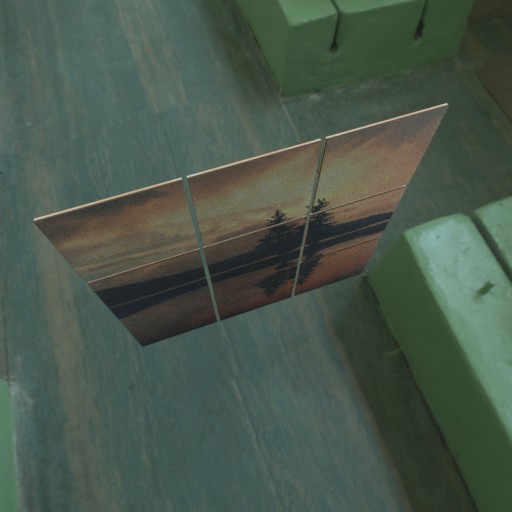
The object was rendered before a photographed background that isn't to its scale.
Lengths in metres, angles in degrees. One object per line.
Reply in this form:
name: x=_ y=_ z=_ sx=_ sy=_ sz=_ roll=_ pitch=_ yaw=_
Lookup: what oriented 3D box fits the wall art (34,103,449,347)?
wall art: x=0.000 y=0.000 z=1.778 sx=1.216 sy=1.218 sz=0.013 roll=-18 pitch=65 yaw=-9
